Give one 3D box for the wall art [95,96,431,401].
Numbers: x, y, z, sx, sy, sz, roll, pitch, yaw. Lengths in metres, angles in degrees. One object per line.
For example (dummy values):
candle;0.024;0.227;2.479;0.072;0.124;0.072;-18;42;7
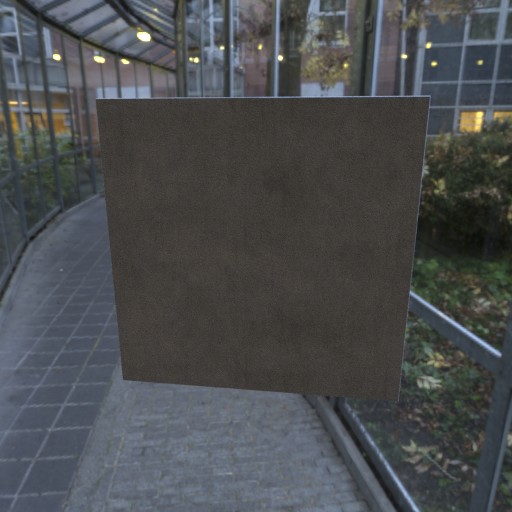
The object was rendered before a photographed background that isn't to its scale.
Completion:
wall art;0.000;0.000;0.673;0.455;0.453;0.023;2;17;7
